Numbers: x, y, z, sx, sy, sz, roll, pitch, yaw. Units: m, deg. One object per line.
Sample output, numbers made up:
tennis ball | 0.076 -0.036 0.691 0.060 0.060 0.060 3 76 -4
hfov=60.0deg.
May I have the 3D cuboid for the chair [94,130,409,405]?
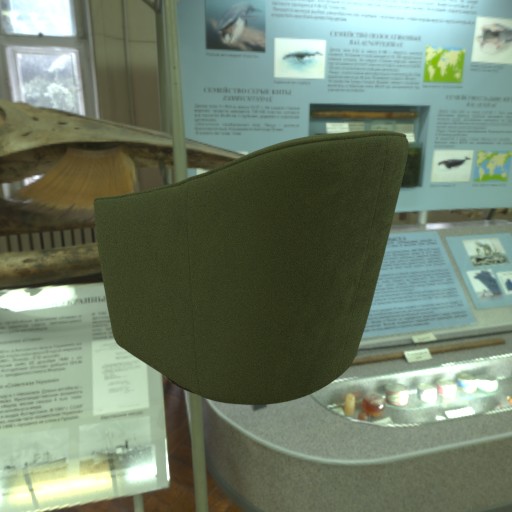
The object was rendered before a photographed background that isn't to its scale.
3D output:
chair | 0.000 0.000 1.457 0.875 0.799 0.747 15 22 42
